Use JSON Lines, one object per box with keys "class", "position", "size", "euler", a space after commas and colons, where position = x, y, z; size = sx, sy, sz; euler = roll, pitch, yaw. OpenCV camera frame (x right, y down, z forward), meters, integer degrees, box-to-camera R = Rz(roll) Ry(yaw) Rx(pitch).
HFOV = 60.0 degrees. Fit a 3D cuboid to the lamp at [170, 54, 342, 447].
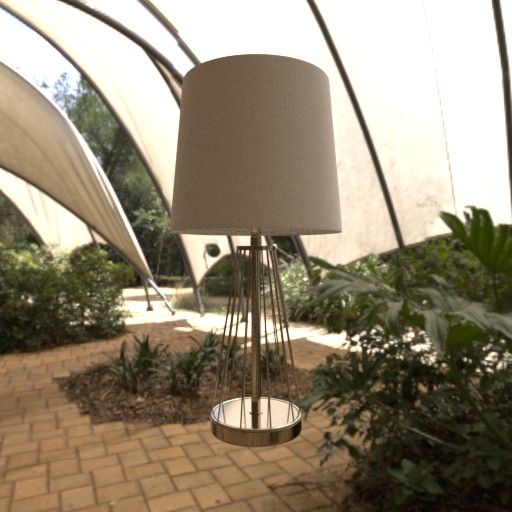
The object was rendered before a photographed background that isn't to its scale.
{"class": "lamp", "position": [0.000, 0.000, 0.793], "size": [0.303, 0.618, 0.303], "euler": [0, 0, 0]}
